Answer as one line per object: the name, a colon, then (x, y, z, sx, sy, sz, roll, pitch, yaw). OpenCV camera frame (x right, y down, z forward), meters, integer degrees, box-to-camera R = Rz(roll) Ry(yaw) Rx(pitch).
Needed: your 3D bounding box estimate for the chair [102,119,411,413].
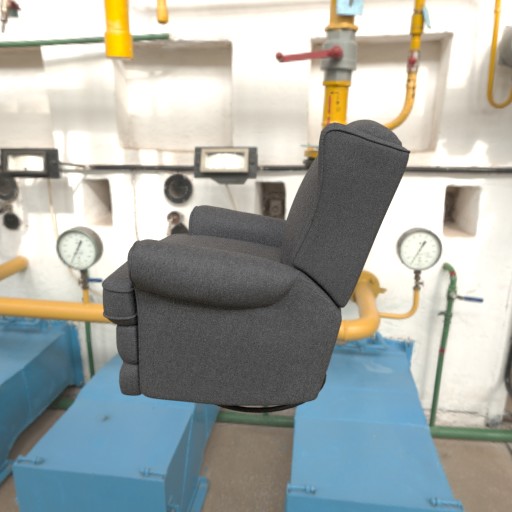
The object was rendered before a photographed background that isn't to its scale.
chair: (0.000, 0.000, 1.723, 0.969, 1.011, 0.847, 2, 16, 8)
